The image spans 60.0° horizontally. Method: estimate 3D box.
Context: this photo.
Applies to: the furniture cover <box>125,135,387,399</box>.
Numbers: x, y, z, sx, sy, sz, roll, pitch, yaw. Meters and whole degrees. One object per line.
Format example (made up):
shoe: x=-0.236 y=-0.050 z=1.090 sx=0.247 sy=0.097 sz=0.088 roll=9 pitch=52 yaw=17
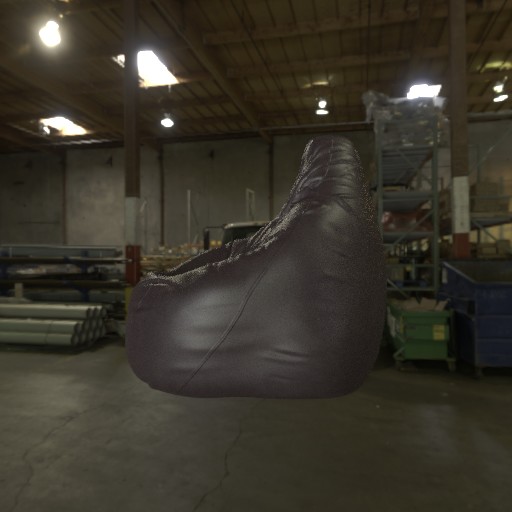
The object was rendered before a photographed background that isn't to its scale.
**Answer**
furniture cover: x=0.000 y=0.000 z=1.886 sx=1.070 sy=0.990 sz=1.070 roll=0 pitch=0 yaw=0
